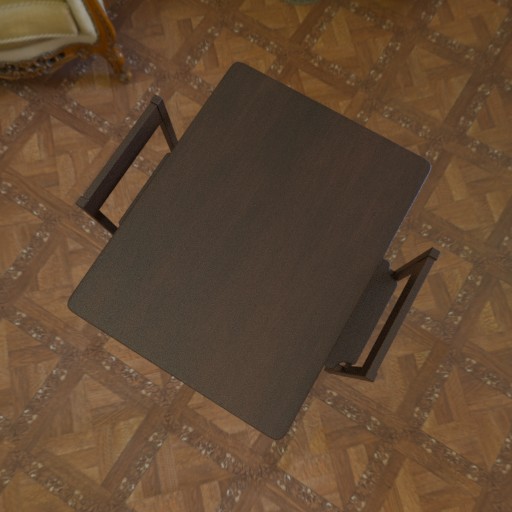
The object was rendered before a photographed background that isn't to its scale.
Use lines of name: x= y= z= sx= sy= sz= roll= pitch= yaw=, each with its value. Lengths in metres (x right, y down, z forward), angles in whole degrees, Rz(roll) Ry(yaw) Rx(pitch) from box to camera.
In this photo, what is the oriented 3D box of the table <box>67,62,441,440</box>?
table: x=0.000 y=0.000 z=1.115 sx=0.672 sy=0.503 sz=0.650 roll=30 pitch=79 yaw=7
